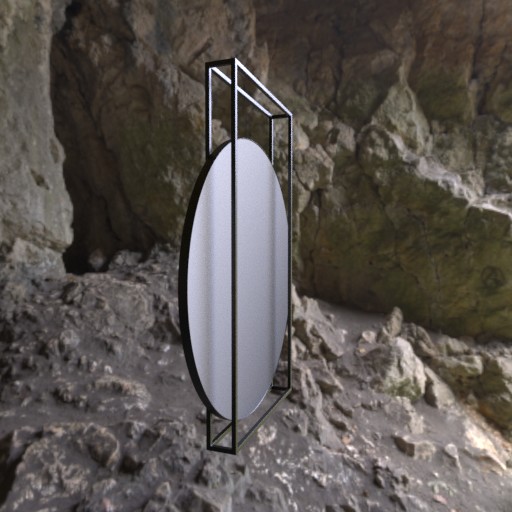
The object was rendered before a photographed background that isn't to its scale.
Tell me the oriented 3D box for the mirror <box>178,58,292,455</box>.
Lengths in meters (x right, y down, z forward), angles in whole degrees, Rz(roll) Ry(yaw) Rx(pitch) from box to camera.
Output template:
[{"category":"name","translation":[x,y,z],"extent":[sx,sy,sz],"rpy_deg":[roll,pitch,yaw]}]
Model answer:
[{"category":"mirror","translation":[0.000,0.000,0.828],"extent":[0.051,0.603,0.508],"rpy_deg":[1,2,20]}]
